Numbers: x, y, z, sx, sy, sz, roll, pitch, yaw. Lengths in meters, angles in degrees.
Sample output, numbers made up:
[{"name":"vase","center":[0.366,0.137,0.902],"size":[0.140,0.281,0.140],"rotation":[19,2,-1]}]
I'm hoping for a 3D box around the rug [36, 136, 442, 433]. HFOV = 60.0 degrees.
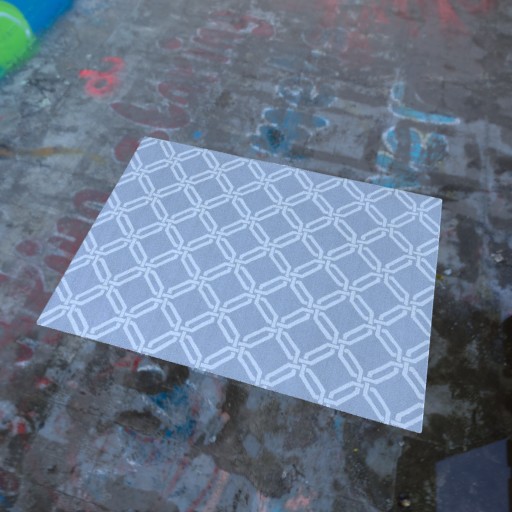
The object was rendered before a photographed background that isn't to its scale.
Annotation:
[{"name":"rug","center":[0.000,0.000,2.707],"size":[2.133,0.013,1.522],"rotation":[14,60,8]}]
